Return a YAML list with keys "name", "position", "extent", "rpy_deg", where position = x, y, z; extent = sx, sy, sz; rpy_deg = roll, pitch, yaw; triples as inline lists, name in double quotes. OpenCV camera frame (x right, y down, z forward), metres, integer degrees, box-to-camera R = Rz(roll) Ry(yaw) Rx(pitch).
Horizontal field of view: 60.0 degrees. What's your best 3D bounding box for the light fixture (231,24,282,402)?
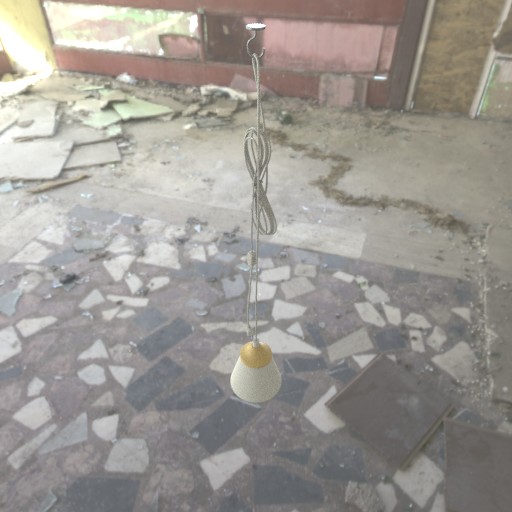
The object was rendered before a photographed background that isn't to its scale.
- name: "light fixture"
  position: [0.000, 0.000, 1.026]
  extent: [0.153, 0.966, 0.153]
  rpy_deg: [-25, 45, -27]
